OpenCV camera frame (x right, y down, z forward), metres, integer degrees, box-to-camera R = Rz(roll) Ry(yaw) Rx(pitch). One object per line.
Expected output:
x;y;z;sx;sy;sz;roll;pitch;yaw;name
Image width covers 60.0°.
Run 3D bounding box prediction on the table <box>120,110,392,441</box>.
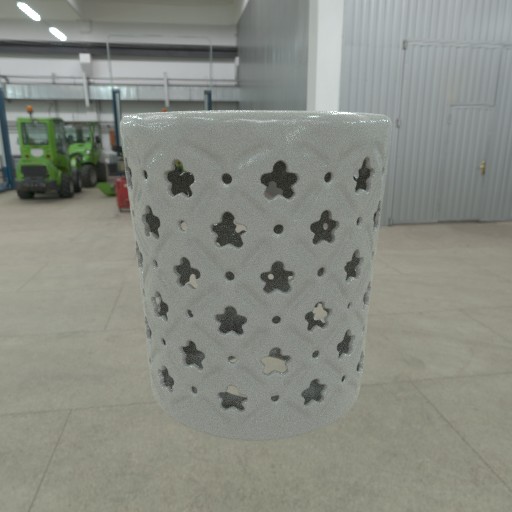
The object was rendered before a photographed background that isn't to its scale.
0.000;0.000;0.639;0.352;0.387;0.352;0;15;0;table
